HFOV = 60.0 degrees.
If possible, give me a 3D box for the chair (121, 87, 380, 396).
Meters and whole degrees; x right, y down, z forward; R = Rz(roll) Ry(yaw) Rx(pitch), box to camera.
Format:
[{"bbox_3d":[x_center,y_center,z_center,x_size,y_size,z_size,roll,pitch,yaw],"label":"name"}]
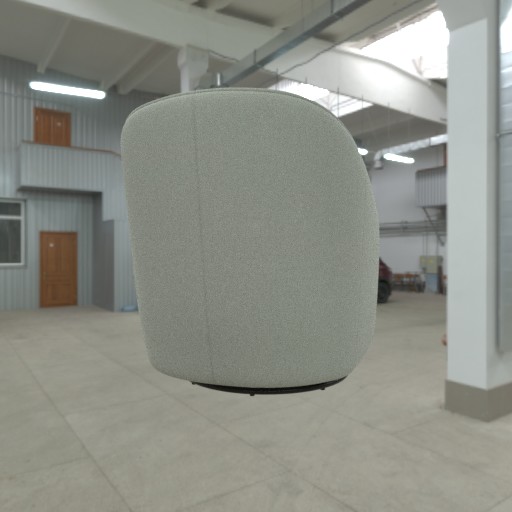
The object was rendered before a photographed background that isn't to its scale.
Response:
[{"bbox_3d":[0.000,0.000,1.458,0.747,0.799,0.875,0,0,20],"label":"chair"}]
